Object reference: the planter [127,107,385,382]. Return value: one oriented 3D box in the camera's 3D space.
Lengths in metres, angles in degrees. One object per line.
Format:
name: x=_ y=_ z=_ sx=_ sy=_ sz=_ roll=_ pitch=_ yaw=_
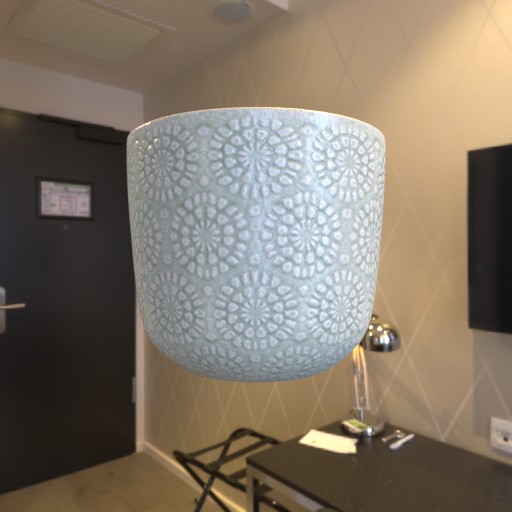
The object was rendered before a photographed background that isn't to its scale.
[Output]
planter: x=0.000 y=0.000 z=0.221 sx=0.124 sy=0.109 sz=0.124 roll=0 pitch=0 yaw=0
